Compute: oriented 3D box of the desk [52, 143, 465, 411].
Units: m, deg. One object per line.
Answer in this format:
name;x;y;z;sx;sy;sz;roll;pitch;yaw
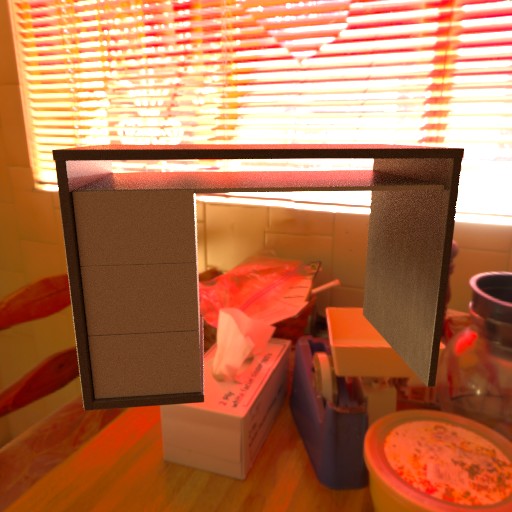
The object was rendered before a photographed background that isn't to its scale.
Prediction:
desk;0.000;0.000;1.556;1.100;0.750;0.600;-2;15;-7
